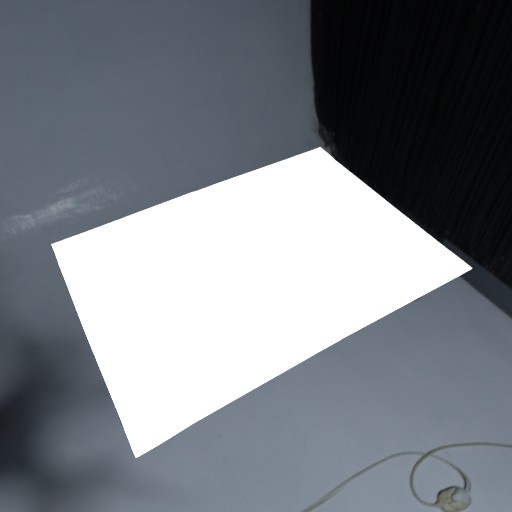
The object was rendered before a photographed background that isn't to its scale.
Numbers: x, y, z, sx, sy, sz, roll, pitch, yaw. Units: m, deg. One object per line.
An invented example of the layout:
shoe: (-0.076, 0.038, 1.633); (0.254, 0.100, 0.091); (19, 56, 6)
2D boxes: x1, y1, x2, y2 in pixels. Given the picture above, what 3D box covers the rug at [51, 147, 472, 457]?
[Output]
rug: (0.000, 0.000, 3.676); (2.869, 0.038, 2.032); (-24, 51, -20)
